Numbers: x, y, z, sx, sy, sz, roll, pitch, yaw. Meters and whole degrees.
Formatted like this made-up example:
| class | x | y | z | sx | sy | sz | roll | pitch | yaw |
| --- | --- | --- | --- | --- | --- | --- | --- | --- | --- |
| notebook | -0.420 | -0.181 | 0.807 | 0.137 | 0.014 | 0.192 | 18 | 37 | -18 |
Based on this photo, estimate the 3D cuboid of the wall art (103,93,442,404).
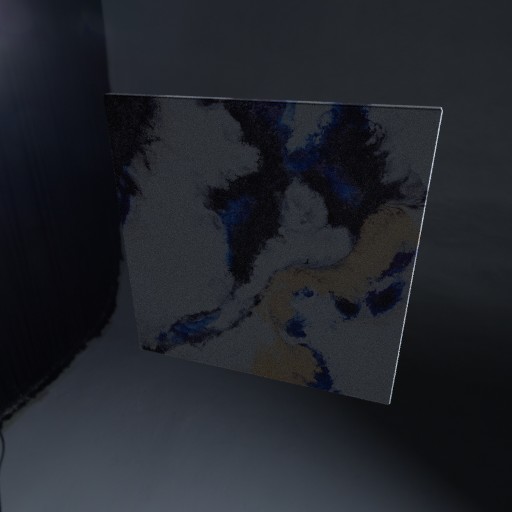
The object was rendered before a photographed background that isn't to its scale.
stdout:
| class | x | y | z | sx | sy | sz | roll | pitch | yaw |
| --- | --- | --- | --- | --- | --- | --- | --- | --- | --- |
| wall art | 0.000 | 0.000 | 1.323 | 0.887 | 0.885 | 0.038 | 8 | 28 | 16 |
